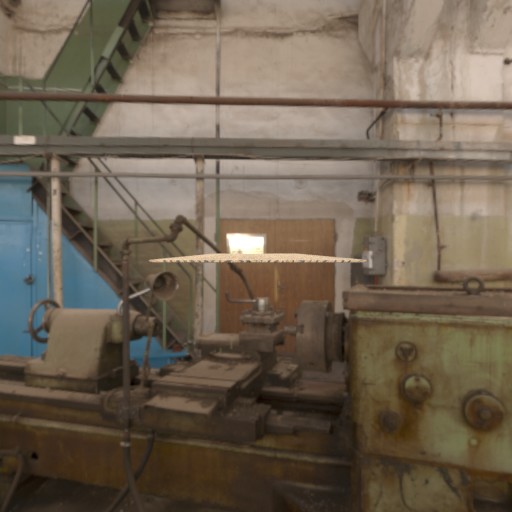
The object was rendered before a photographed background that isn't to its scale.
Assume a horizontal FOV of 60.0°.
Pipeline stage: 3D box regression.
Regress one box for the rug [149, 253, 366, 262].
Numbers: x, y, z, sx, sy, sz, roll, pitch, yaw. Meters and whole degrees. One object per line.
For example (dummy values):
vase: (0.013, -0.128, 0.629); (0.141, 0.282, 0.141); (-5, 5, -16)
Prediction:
rug: (0.000, 0.000, 2.503); (0.686, 0.008, 2.286); (0, 1, 0)
